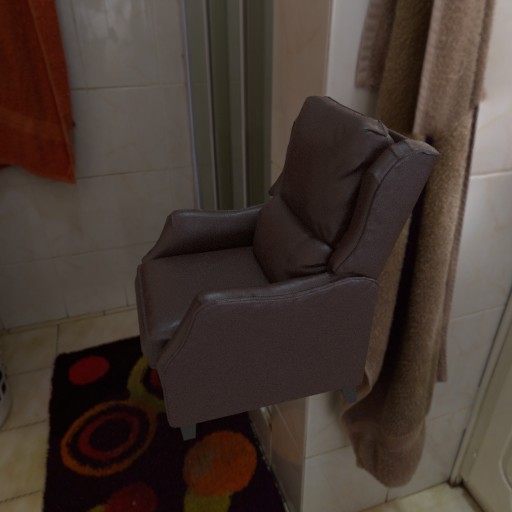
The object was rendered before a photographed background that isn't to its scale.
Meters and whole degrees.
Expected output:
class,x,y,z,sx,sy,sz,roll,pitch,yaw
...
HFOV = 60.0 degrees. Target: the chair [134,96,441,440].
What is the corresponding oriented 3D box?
class,x,y,z,sx,sy,sz,roll,pitch,yaw
chair,0.000,0.000,1.788,0.982,1.132,0.770,-8,31,-14
